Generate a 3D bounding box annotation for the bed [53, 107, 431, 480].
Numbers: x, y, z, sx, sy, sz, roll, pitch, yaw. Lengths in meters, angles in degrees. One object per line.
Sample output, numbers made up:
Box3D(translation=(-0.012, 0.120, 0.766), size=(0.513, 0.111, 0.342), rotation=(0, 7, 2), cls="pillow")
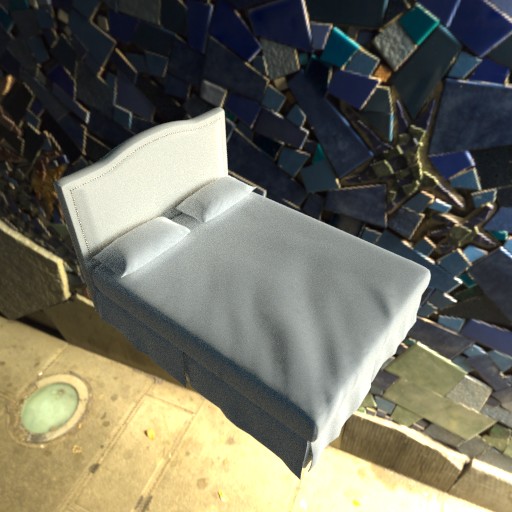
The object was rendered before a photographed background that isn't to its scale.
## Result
Box3D(translation=(0.000, 0.000, 3.448), size=(2.282, 1.436, 1.821), rotation=(27, 48, 28), cls="bed")
